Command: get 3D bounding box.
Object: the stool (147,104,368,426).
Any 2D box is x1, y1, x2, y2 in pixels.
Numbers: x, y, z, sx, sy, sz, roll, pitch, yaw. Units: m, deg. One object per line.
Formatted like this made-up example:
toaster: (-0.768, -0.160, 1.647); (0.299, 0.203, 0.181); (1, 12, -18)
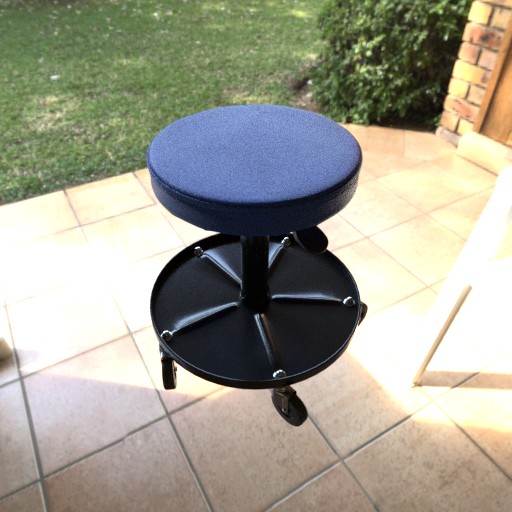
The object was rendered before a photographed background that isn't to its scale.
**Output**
stool: (0.000, 0.000, 0.676); (0.381, 0.365, 0.382); (-26, 47, -26)
